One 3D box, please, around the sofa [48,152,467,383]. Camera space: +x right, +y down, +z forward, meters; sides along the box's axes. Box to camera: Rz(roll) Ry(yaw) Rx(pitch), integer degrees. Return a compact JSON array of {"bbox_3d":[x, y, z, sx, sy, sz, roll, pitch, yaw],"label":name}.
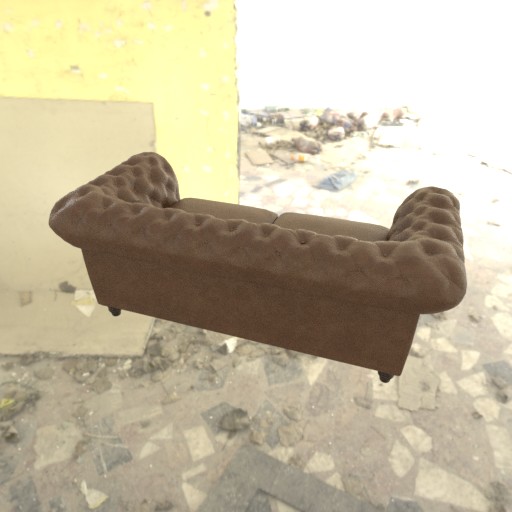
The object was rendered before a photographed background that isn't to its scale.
[{"bbox_3d":[0.000,0.000,2.482,2.048,0.784,0.955,10,33,16],"label":"sofa"}]
